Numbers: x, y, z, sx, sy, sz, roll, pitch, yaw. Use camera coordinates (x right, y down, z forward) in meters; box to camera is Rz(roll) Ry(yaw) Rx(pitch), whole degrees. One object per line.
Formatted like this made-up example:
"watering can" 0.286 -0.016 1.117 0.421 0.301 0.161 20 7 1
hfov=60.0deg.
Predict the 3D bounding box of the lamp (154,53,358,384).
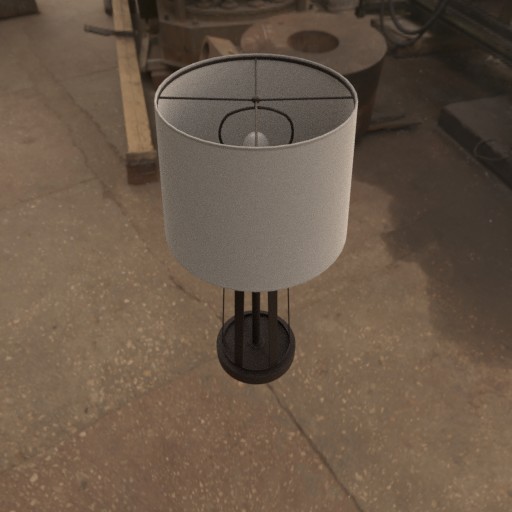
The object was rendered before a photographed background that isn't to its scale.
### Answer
"lamp" 0.000 0.000 0.666 0.251 0.509 0.251 0 46 0
